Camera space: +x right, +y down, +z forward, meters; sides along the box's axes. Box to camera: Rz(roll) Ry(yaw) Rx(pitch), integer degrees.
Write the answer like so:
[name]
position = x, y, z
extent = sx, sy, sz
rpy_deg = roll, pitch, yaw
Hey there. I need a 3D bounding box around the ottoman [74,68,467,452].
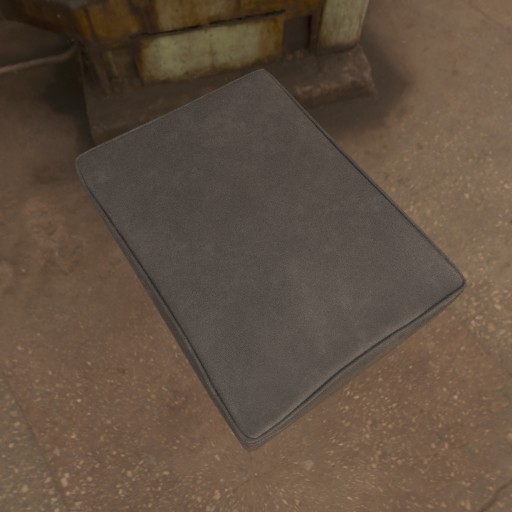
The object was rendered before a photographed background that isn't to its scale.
[ottoman]
position = 0.000, 0.000, 1.123
extent = 0.554, 0.445, 0.756
rpy_deg = -31, 68, -14
